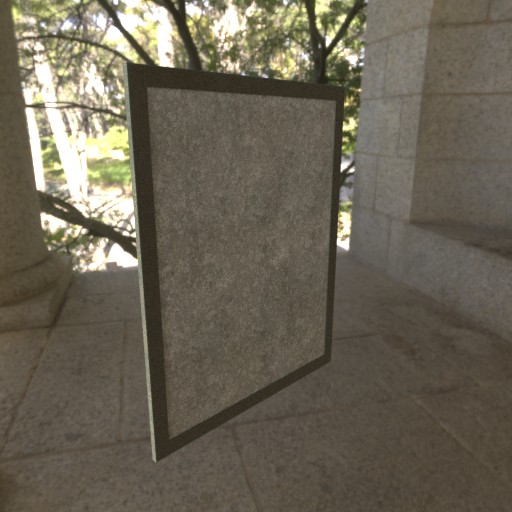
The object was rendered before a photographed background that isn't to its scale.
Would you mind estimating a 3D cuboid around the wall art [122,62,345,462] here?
[{"bbox_3d":[0.000,0.000,1.308,0.767,0.983,0.030,-15,22,-42],"label":"wall art"}]
